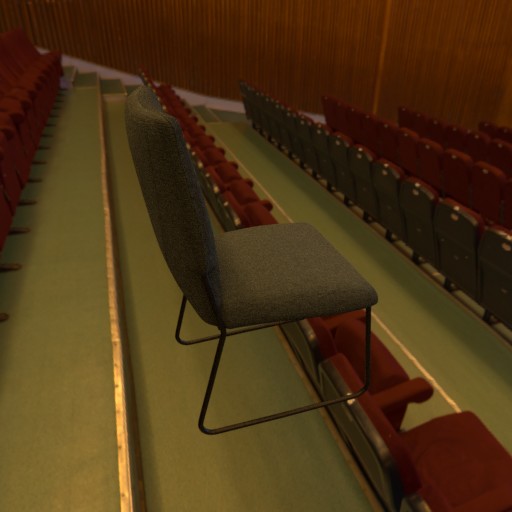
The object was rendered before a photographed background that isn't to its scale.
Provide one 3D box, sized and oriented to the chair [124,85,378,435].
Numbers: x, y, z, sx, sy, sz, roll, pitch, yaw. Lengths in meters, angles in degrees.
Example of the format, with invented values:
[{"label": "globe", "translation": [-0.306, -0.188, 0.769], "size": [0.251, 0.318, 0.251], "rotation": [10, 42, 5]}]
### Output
[{"label": "chair", "translation": [0.000, 0.000, 1.316], "size": [0.635, 0.931, 0.480], "rotation": [-9, 31, -16]}]
